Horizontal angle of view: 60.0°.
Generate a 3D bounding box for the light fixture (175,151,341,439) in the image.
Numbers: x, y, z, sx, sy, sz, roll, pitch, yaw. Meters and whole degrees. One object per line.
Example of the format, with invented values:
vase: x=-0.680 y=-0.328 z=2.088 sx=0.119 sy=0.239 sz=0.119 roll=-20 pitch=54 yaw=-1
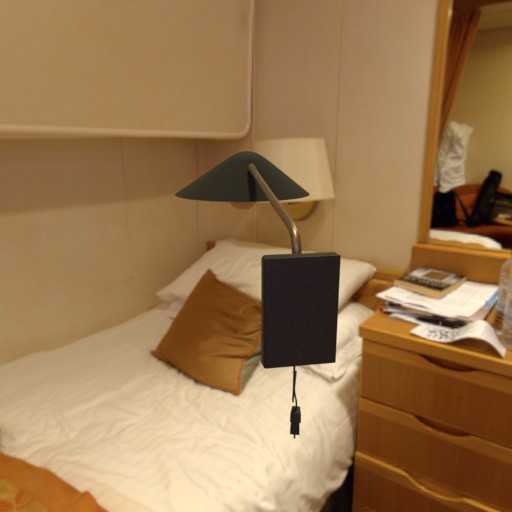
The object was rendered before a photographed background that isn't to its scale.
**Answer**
light fixture: x=0.000 y=0.000 z=0.683 sx=0.240 sy=0.312 sz=0.516 roll=-2 pitch=14 yaw=-10
